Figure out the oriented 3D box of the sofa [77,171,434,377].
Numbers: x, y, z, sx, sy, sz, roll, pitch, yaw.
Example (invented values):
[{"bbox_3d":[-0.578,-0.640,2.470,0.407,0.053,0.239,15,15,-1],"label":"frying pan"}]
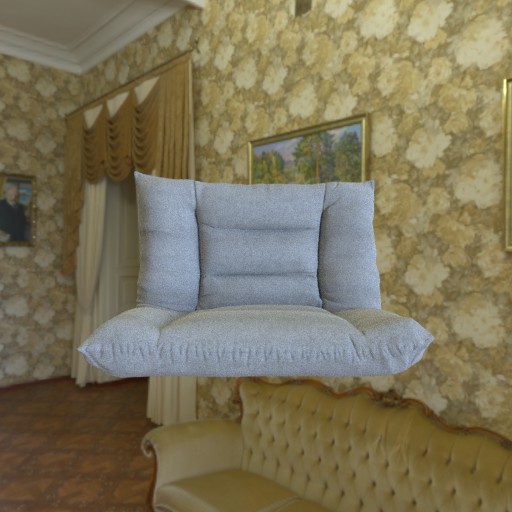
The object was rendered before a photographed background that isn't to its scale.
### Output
[{"bbox_3d":[0.000,0.000,1.762,1.144,0.795,0.847,0,0,0],"label":"sofa"}]
